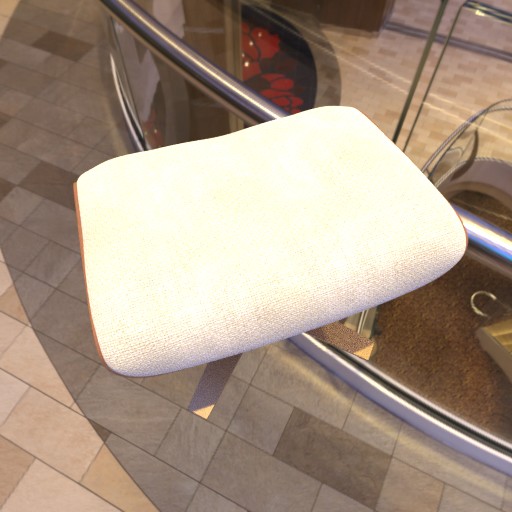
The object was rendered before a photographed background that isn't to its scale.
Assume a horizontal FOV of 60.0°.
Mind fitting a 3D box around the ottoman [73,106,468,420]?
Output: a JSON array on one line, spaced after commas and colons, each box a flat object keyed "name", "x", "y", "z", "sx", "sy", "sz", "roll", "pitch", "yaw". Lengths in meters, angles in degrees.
[{"name": "ottoman", "x": 0.000, "y": 0.000, "z": 0.795, "sx": 0.520, "sy": 0.391, "sz": 0.394, "roll": -17, "pitch": 60, "yaw": -10}]
